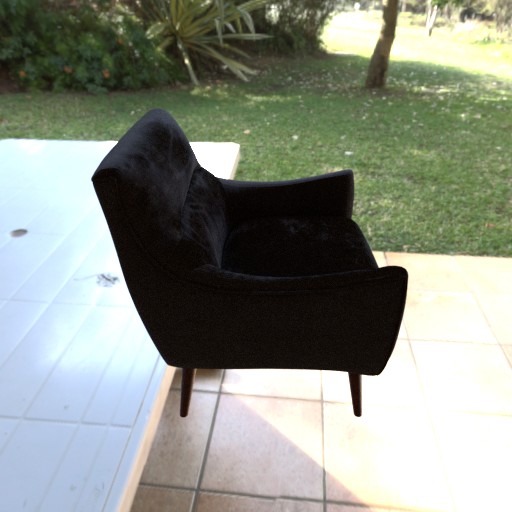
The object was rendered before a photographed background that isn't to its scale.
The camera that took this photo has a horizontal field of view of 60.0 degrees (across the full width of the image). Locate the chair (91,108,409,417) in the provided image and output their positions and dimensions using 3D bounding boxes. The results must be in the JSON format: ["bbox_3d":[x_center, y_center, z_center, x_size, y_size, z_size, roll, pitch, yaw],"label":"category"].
[{"bbox_3d":[0.000,0.000,1.465,0.787,0.838,0.762,0,31,0],"label":"chair"}]
